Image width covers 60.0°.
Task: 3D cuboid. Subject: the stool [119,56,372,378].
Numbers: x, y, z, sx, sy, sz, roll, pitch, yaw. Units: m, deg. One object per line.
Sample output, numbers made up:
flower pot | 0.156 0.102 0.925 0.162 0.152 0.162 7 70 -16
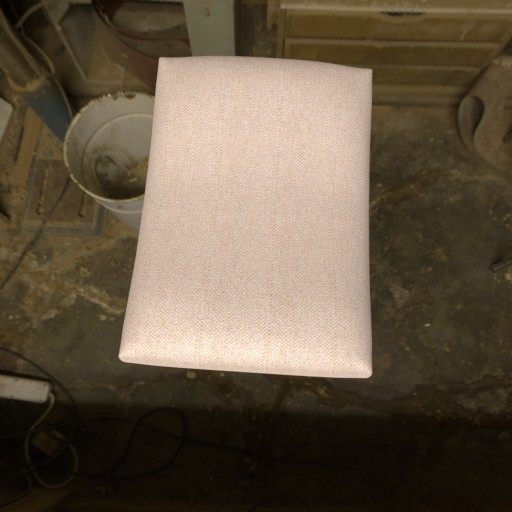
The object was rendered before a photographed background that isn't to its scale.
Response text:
stool | 0.000 0.000 1.006 0.372 0.742 0.504 4 76 1
